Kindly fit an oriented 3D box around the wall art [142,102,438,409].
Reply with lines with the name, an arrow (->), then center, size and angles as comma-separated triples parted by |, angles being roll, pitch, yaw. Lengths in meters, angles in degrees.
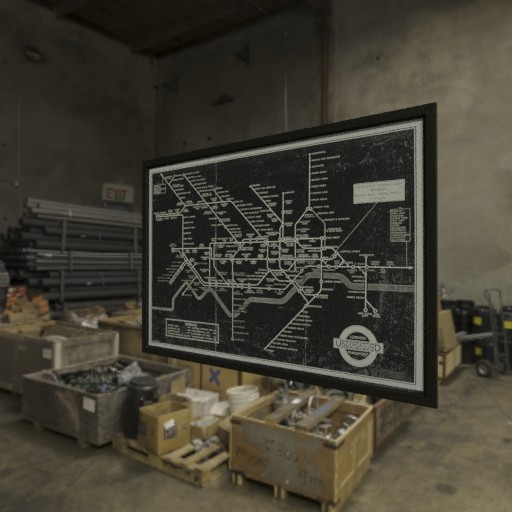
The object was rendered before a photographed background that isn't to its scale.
wall art -> 0.000, 0.000, 1.526 | 1.192, 0.811, 0.013 | 0, 0, 36
